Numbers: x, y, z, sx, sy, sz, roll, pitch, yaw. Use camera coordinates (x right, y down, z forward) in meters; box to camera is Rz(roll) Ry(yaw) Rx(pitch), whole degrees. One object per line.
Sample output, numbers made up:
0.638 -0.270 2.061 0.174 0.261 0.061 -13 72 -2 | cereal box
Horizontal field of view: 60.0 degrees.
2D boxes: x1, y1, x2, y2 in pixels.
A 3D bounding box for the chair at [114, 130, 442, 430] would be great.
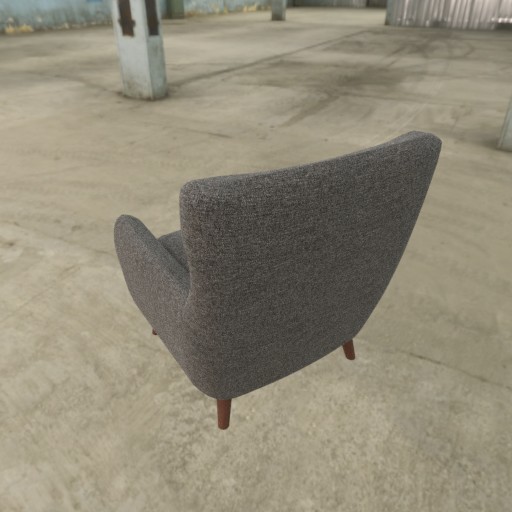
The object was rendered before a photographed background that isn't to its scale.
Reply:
0.000 0.000 1.739 0.889 1.039 0.940 -19 36 -29 | chair
